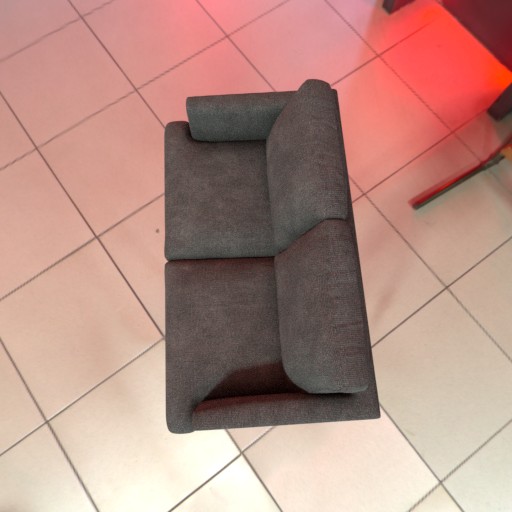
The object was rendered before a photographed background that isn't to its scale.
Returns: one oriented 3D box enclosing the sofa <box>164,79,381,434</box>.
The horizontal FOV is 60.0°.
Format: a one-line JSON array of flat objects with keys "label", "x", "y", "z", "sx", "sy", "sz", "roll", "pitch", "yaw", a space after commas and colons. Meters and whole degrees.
[{"label": "sofa", "x": 0.000, "y": 0.000, "z": 2.169, "sx": 0.903, "sy": 0.956, "sz": 1.582, "roll": -3, "pitch": 74, "yaw": -1}]
